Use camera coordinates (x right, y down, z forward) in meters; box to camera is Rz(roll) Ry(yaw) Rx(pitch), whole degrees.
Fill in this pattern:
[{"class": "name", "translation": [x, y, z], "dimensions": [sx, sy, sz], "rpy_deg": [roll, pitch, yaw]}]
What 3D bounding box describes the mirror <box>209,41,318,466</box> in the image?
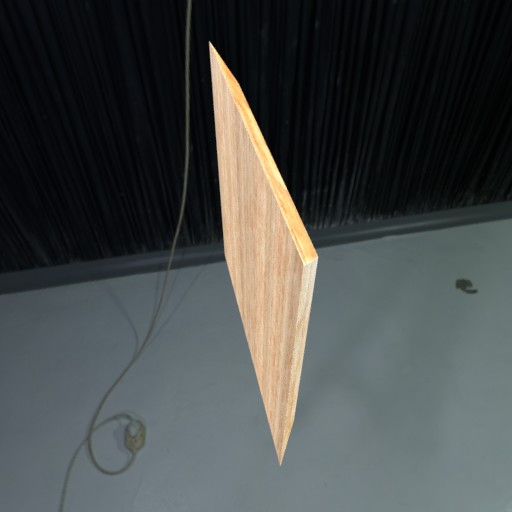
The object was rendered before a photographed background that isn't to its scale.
[{"class": "mirror", "translation": [0.000, 0.000, 0.950], "dimensions": [0.047, 0.651, 0.651], "rpy_deg": [-10, 47, -9]}]
